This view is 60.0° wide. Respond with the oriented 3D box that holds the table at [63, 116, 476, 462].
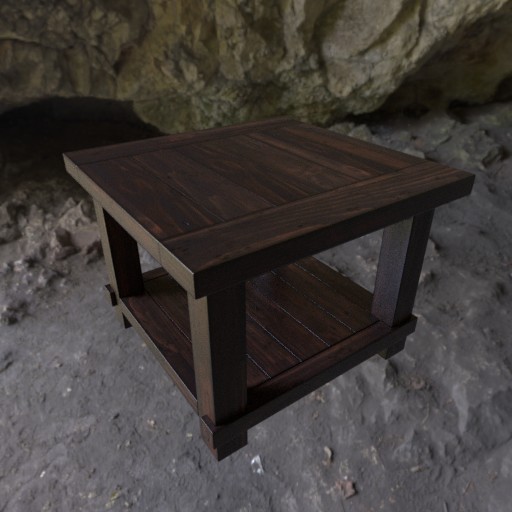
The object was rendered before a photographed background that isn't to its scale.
[{"bbox_3d":[0.000,0.000,1.009,0.606,0.437,0.593,-20,36,-30],"label":"table"}]
